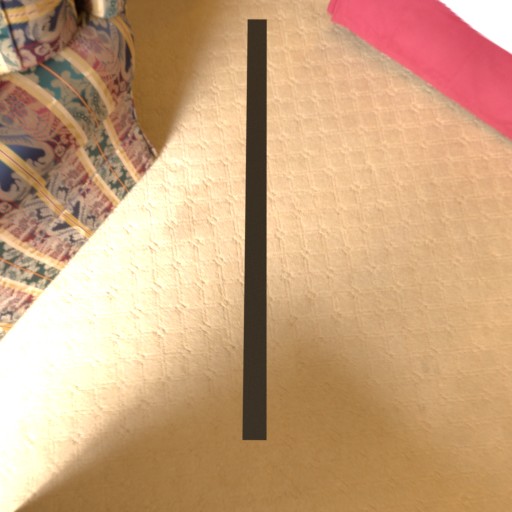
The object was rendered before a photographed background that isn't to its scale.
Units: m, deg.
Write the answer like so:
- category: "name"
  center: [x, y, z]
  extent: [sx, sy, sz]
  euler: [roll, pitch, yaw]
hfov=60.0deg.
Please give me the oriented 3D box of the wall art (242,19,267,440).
- category: "wall art"
  center: [0.000, 0.000, 1.142]
  extent: [0.038, 0.763, 0.763]
  euler: [0, 77, 0]
